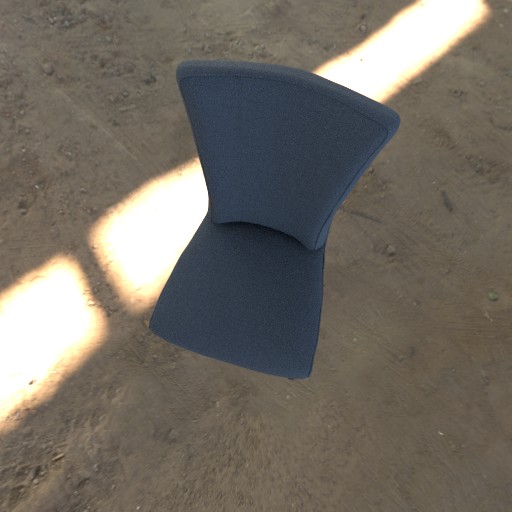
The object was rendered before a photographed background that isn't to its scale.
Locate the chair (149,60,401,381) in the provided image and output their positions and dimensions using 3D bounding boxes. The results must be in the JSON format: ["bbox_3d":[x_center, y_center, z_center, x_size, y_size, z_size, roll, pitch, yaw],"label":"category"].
[{"bbox_3d":[0.000,0.000,1.376,0.520,0.991,0.660,16,74,5],"label":"chair"}]
